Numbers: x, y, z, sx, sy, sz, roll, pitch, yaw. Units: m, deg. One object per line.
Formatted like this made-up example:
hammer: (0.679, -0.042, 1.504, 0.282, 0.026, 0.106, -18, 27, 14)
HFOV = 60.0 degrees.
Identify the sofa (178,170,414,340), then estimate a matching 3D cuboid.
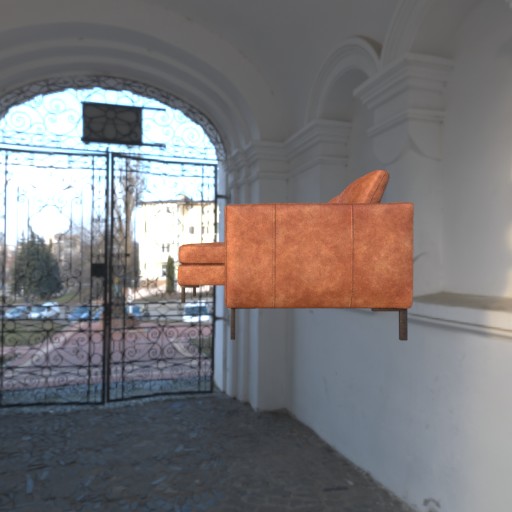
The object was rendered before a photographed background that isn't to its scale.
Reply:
sofa: (0.000, 0.000, 3.558, 1.471, 0.859, 2.993, 0, -1, -1)
